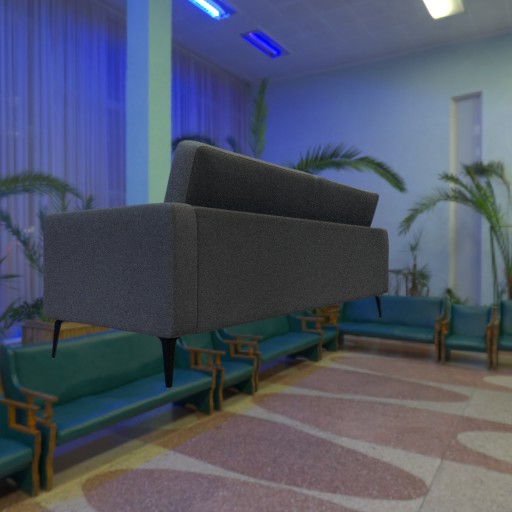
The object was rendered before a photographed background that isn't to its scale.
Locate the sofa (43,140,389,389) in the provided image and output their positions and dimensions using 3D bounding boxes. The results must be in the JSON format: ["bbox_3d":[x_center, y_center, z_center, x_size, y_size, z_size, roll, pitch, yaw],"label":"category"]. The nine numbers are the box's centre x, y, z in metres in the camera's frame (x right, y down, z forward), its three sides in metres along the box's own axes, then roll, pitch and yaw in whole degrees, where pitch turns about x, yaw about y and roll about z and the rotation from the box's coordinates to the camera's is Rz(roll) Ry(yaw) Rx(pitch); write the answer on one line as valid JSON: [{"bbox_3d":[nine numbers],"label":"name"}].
[{"bbox_3d":[0.000,0.000,2.358,0.774,0.828,1.925,0,1,36],"label":"sofa"}]
